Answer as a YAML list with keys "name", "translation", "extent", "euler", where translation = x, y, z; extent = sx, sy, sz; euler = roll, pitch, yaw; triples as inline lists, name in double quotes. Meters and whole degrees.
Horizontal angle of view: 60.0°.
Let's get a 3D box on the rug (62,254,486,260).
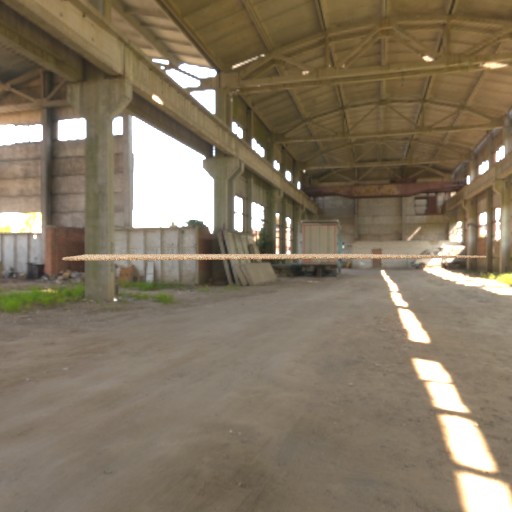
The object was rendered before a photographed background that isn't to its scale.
- name: "rug"
  translation: [0.000, 0.000, 2.808]
  extent: [2.141, 0.013, 1.566]
  euler: [0, 1, -18]
